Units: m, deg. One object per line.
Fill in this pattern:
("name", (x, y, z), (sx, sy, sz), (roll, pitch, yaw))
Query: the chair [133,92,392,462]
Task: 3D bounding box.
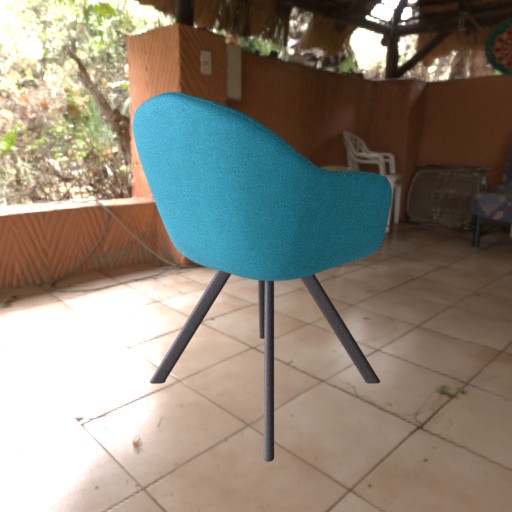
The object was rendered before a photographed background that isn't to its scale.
("chair", (0.000, 0.000, 1.172), (0.545, 0.775, 0.565), (14, 20, 43))
